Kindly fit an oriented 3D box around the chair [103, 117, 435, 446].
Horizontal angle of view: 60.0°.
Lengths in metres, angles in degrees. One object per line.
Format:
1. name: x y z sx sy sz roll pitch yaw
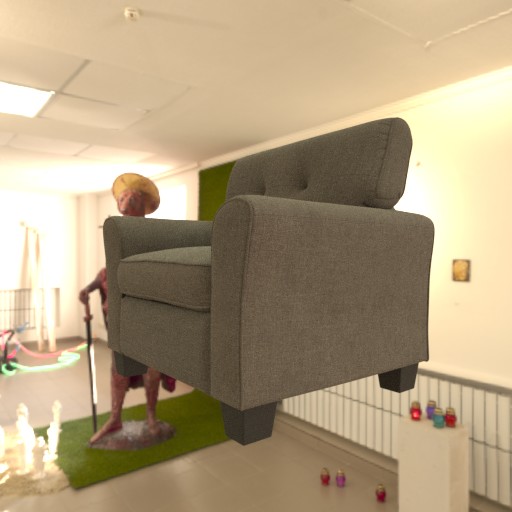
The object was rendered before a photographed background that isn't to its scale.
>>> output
1. chair: 0.000 0.000 1.577 0.816 0.890 0.941 0 1 -38
